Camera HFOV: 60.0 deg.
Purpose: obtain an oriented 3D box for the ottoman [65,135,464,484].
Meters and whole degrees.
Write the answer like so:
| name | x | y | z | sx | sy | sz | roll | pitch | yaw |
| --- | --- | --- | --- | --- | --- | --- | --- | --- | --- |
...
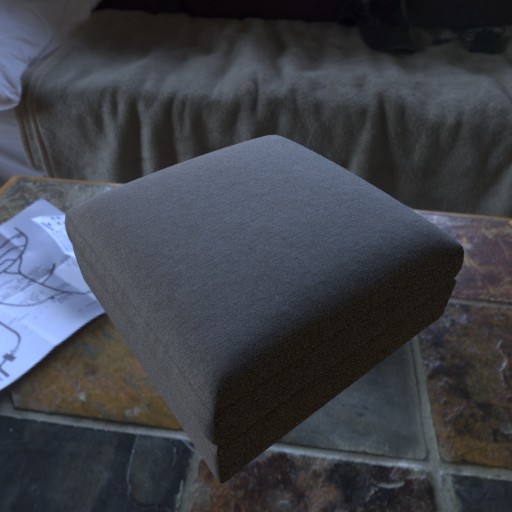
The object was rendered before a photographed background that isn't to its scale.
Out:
| name | x | y | z | sx | sy | sz | roll | pitch | yaw |
| --- | --- | --- | --- | --- | --- | --- | --- | --- | --- |
| ottoman | 0.000 | 0.000 | 1.614 | 1.041 | 0.470 | 1.041 | -27 | 48 | -27 |
